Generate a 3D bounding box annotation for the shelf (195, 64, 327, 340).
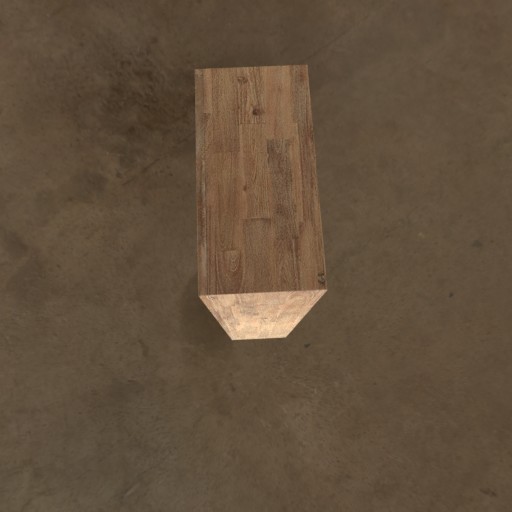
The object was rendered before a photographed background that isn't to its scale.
[{"bbox_3d":[0.000,0.000,1.539,0.267,1.342,0.491,-3,75,-1],"label":"shelf"}]
